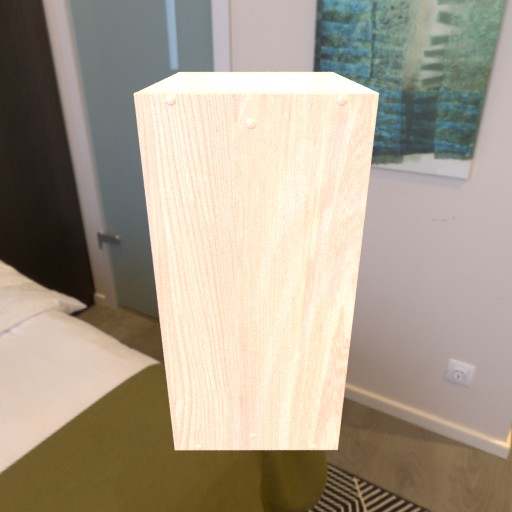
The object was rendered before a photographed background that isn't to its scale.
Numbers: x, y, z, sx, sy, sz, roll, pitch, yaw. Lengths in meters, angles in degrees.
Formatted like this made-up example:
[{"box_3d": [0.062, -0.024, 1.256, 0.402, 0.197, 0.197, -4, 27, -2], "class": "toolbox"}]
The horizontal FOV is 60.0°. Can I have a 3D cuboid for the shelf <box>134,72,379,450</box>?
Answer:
[{"box_3d": [0.000, 0.000, 0.812, 0.290, 0.600, 0.350, 0, 26, 0], "class": "shelf"}]
